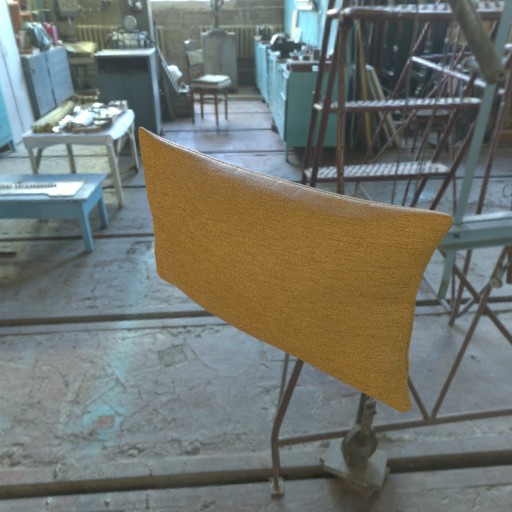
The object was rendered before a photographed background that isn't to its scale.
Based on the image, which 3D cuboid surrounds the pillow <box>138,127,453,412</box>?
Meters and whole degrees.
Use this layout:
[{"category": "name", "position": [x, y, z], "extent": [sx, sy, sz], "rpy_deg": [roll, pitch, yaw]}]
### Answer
[{"category": "pillow", "position": [0.000, 0.000, 0.796], "extent": [0.634, 0.354, 0.210], "rpy_deg": [23, 38, 34]}]
